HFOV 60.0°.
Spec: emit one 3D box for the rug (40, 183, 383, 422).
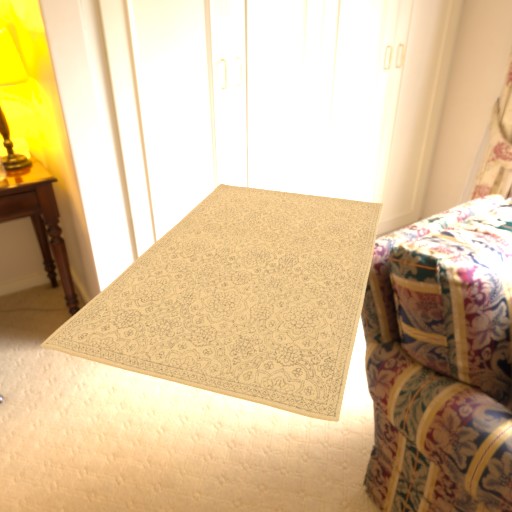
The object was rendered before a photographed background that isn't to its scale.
[{"bbox_3d":[0.000,0.000,3.035,1.518,0.023,2.434,9,31,16],"label":"rug"}]
